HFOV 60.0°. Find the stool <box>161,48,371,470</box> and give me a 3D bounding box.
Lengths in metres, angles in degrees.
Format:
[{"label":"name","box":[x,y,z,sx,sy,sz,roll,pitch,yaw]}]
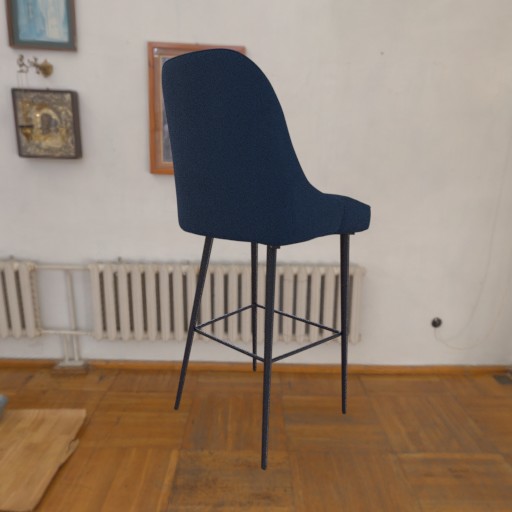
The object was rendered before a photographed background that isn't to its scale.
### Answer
[{"label":"stool","box":[0.000,0.000,1.356,0.527,1.079,0.489,13,18,43]}]
